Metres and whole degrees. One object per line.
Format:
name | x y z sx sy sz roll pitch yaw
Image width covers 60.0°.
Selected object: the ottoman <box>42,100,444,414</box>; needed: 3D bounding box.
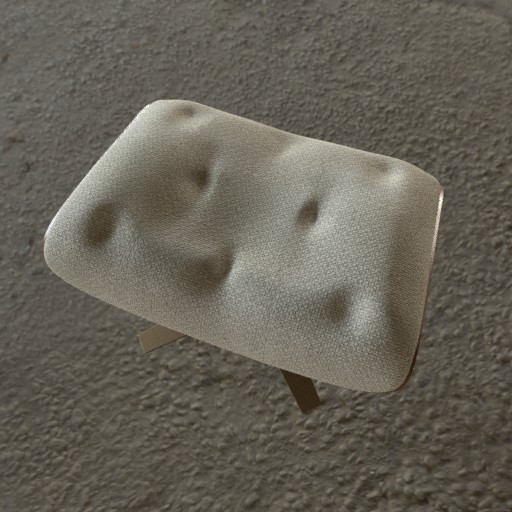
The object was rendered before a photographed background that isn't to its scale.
ottoman | 0.000 0.000 0.787 0.520 0.391 0.394 18 65 9
